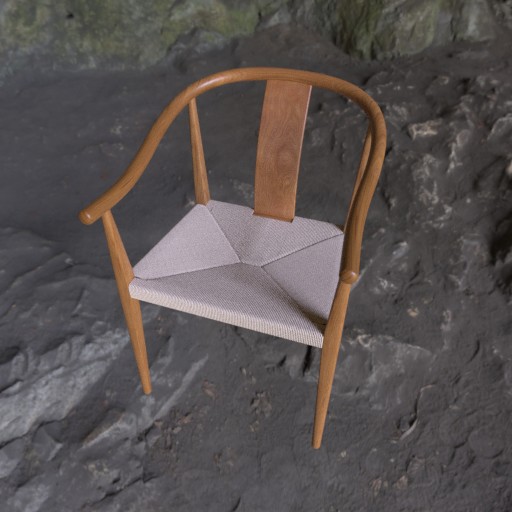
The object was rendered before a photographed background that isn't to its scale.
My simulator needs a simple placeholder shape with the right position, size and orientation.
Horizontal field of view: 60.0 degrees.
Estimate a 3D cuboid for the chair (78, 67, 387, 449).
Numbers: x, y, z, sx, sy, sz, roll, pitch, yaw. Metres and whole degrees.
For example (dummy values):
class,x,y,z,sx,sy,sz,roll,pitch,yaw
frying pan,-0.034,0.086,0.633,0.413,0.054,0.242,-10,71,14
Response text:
class,x,y,z,sx,sy,sz,roll,pitch,yaw
chair,0.000,0.000,1.185,0.556,0.800,0.579,13,42,14
